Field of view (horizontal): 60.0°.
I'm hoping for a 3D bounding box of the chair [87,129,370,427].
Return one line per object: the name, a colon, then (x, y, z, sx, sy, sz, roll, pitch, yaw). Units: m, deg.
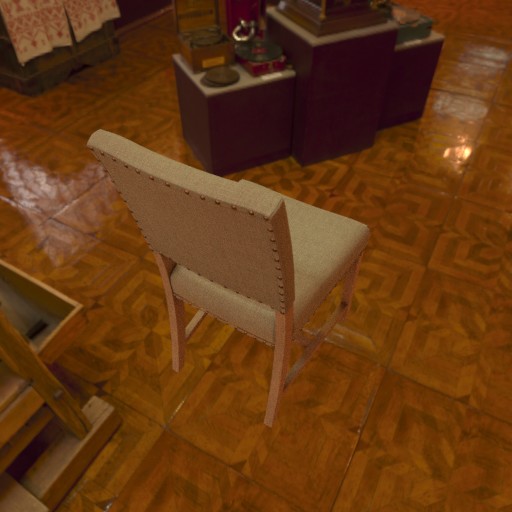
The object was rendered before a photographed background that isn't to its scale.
chair: (0.000, 0.000, 1.334, 0.508, 0.986, 0.622, 24, 51, 21)
